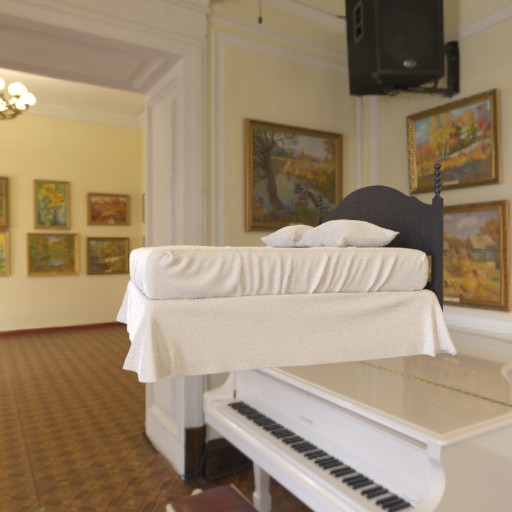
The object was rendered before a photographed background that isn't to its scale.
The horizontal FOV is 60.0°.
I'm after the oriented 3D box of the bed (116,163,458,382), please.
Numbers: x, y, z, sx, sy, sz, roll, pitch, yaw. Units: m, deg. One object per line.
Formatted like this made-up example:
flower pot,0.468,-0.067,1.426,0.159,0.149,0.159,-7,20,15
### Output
bed,0.000,0.000,3.738,2.219,1.355,2.322,0,1,-19
